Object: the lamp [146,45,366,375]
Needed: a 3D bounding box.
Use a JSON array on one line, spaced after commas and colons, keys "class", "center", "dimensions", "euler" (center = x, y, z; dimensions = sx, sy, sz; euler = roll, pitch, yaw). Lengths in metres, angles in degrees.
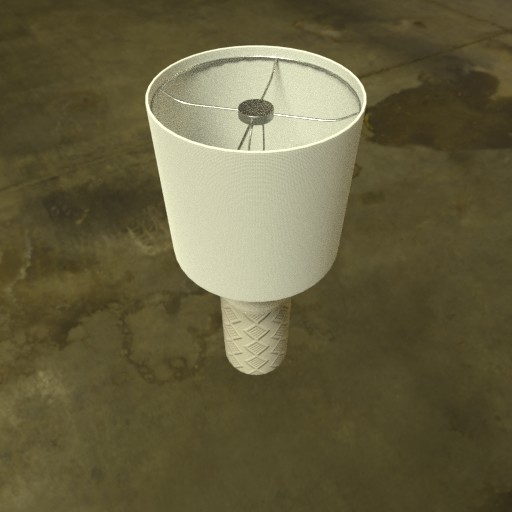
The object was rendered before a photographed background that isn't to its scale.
[{"class": "lamp", "center": [0.000, 0.000, 0.587], "dimensions": [0.207, 0.461, 0.207], "euler": [10, 48, 9]}]
